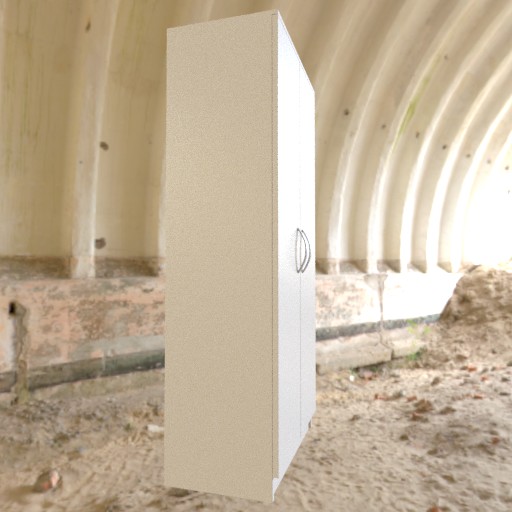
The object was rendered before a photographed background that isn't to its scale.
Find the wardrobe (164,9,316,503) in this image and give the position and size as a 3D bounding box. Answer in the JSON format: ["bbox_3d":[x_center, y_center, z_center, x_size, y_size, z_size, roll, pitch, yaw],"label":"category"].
[{"bbox_3d":[0.000,0.000,1.941,0.470,1.700,0.760,-1,-2,17],"label":"wardrobe"}]
